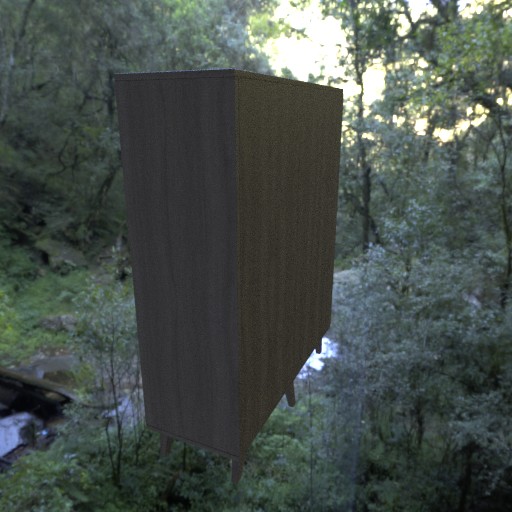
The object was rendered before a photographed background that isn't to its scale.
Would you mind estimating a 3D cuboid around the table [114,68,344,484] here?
[{"bbox_3d":[0.000,0.000,1.905,0.398,1.388,1.111,8,20,24],"label":"table"}]
